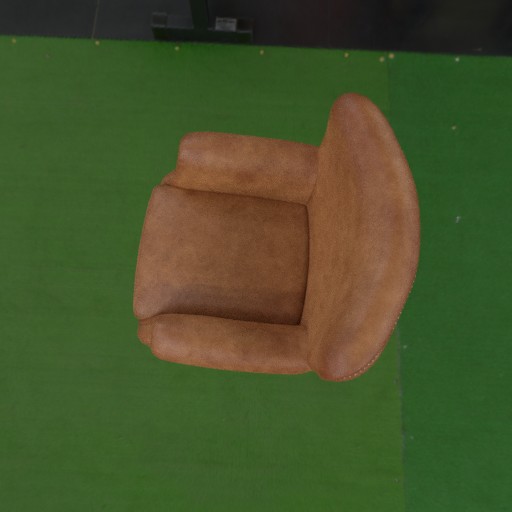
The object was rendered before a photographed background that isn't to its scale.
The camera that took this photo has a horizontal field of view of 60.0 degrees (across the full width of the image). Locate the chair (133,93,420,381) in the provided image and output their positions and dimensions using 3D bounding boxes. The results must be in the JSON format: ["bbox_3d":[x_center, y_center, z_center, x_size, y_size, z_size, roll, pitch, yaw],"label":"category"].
[{"bbox_3d":[0.000,0.000,1.663,0.921,0.936,0.861,5,75,1],"label":"chair"}]
